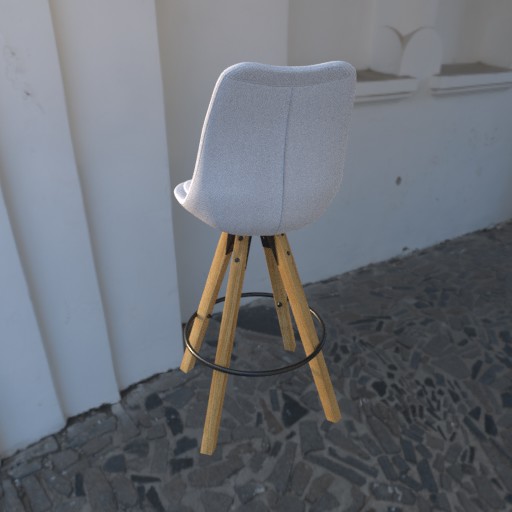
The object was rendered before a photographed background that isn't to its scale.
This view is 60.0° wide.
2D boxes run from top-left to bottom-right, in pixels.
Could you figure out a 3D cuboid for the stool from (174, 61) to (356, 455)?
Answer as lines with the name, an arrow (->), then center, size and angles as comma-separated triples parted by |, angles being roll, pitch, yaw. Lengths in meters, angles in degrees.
stool -> 0.000, 0.000, 1.364 | 0.484, 1.115, 0.550 | -8, 27, -16
